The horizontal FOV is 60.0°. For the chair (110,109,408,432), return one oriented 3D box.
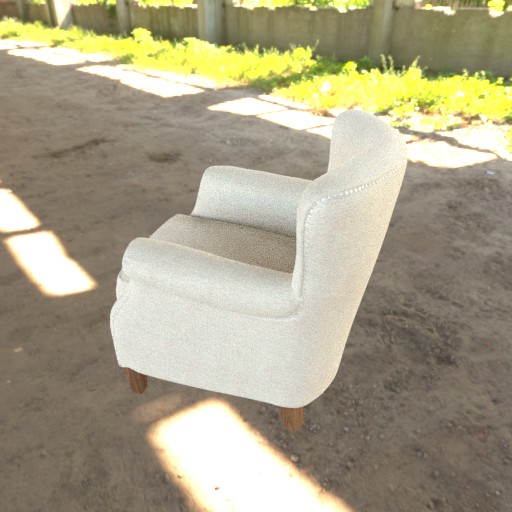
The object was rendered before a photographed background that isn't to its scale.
[{"bbox_3d":[0.000,0.000,1.622,0.921,0.936,0.861,7,31,12],"label":"chair"}]
